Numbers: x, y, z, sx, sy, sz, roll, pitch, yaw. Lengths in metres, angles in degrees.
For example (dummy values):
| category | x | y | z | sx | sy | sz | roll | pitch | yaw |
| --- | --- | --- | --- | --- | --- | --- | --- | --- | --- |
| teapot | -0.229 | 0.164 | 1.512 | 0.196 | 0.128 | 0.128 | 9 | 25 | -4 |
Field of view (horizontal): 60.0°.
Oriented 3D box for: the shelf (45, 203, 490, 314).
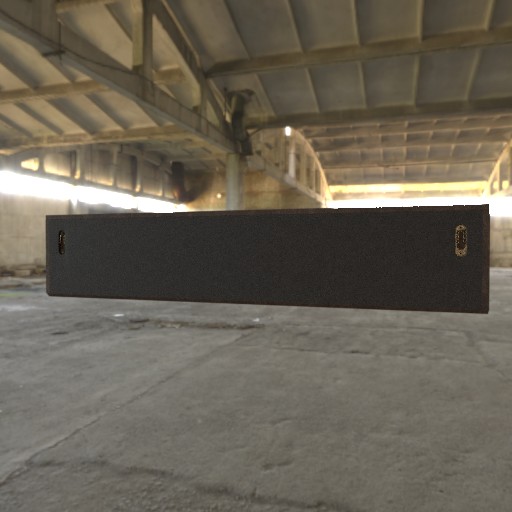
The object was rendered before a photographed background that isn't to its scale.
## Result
| category | x | y | z | sx | sy | sz | roll | pitch | yaw |
| --- | --- | --- | --- | --- | --- | --- | --- | --- | --- |
| shelf | 0.000 | 0.000 | 0.682 | 0.610 | 0.125 | 0.200 | 0 | 1 | 17 |
